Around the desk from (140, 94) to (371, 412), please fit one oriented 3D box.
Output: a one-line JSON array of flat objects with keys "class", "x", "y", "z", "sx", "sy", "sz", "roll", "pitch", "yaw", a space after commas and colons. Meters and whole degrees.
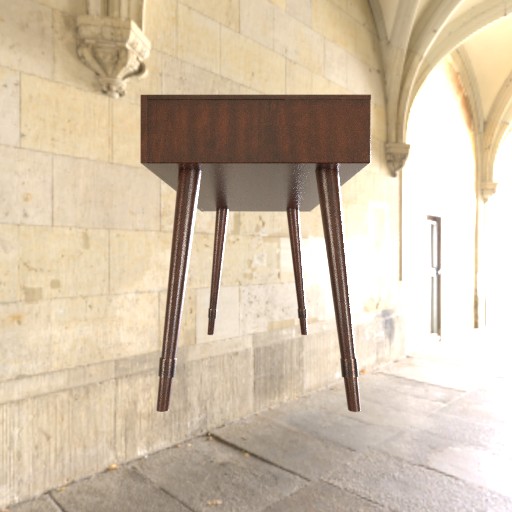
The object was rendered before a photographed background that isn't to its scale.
[{"class": "desk", "x": 0.000, "y": 0.000, "z": 2.198, "sx": 0.734, "sy": 1.031, "sz": 1.577, "roll": 0, "pitch": 0, "yaw": 0}]
